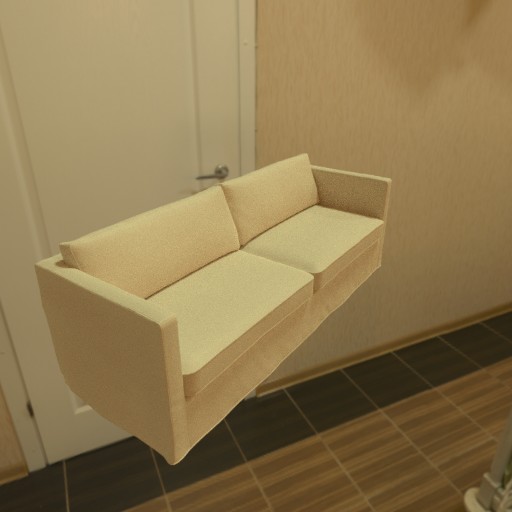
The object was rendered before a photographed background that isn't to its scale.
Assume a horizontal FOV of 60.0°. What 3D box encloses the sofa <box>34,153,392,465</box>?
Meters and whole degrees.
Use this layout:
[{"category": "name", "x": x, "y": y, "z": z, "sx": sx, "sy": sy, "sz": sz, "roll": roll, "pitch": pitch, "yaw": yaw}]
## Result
[{"category": "sofa", "x": 0.000, "y": 0.000, "z": 3.283, "sx": 1.036, "sy": 0.999, "sz": 2.779, "roll": 18, "pitch": 31, "yaw": 32}]
